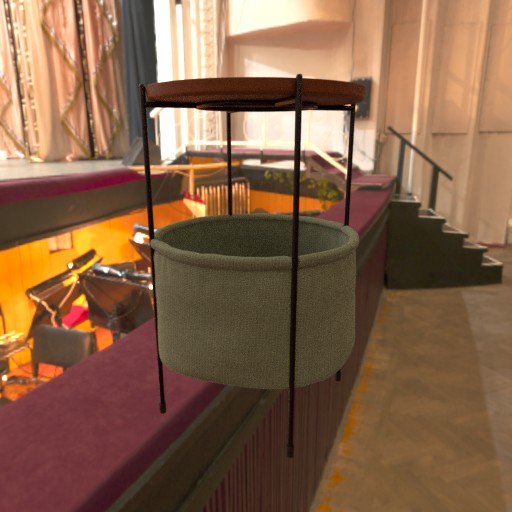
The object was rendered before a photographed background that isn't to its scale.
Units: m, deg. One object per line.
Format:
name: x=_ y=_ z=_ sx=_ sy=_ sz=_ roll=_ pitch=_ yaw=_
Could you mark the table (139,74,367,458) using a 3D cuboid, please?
table: x=0.000 y=0.000 z=0.874 sx=0.400 sy=0.623 sz=0.400 roll=8 pitch=17 yaw=26
